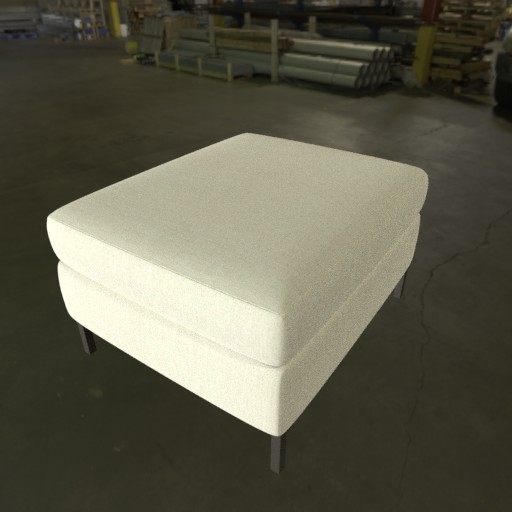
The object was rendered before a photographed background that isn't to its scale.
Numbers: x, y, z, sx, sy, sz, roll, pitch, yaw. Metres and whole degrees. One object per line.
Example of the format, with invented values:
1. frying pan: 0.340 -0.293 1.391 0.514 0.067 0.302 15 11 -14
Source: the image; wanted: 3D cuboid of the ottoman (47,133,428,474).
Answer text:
1. ottoman: 0.000 0.000 1.191 0.657 0.453 0.794 20 37 29
